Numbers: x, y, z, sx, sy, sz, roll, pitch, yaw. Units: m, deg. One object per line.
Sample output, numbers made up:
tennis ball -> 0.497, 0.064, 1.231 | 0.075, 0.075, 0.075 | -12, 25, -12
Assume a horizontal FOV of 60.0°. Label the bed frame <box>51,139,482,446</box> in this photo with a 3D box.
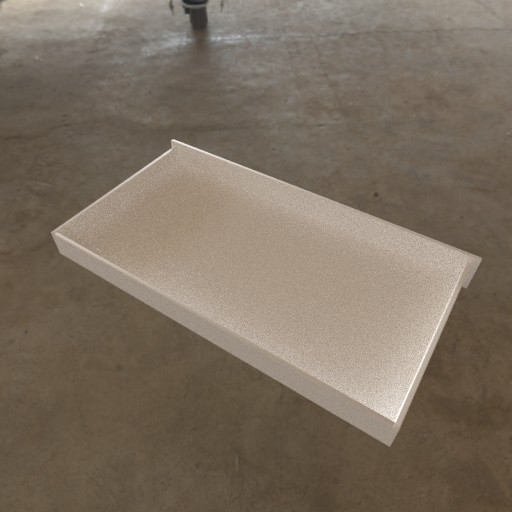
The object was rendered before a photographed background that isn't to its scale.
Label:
bed frame -> 0.000, 0.000, 1.527 | 1.300, 0.141, 0.670 | 25, 51, 22
